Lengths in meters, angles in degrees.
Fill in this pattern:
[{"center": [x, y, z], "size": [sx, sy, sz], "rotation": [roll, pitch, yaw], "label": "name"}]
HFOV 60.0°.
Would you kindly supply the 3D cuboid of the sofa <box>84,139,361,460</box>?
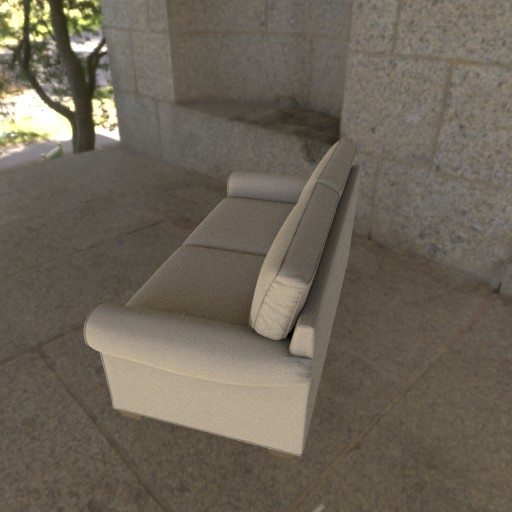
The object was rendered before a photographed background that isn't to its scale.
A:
[{"center": [0.000, 0.000, 2.466], "size": [0.940, 0.952, 1.930], "rotation": [8, 31, 14], "label": "sofa"}]
